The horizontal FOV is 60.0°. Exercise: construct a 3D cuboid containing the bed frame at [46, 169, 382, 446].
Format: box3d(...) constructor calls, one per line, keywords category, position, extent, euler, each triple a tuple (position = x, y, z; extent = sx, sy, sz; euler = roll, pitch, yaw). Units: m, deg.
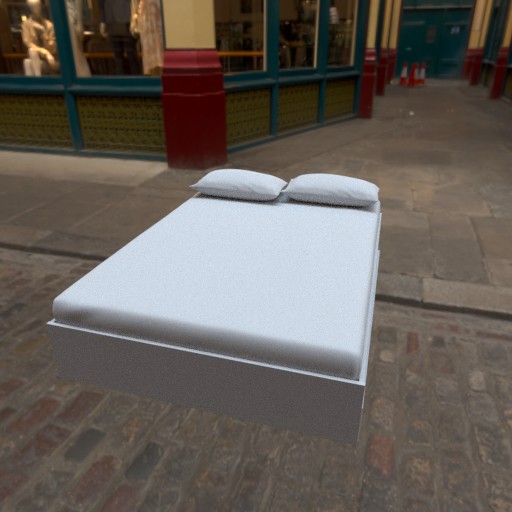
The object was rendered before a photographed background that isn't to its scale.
box3d(category="bed frame", position=(0.000, 0.000, 2.709), extent=(1.450, 0.629, 1.950), euler=(7, 27, 15))
